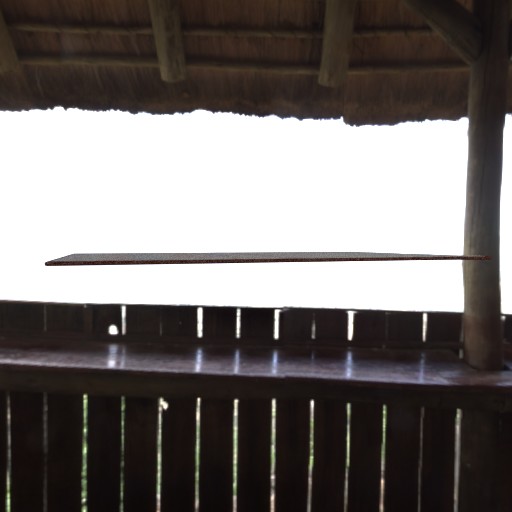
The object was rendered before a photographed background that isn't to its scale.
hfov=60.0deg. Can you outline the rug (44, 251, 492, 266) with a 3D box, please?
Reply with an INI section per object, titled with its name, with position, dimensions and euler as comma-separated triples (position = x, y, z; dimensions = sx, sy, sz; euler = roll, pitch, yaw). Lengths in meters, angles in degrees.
[rug]
position = 0.000, 0.000, 2.278
dimensions = 1.829, 0.016, 1.219
euler = -1, 2, -18
